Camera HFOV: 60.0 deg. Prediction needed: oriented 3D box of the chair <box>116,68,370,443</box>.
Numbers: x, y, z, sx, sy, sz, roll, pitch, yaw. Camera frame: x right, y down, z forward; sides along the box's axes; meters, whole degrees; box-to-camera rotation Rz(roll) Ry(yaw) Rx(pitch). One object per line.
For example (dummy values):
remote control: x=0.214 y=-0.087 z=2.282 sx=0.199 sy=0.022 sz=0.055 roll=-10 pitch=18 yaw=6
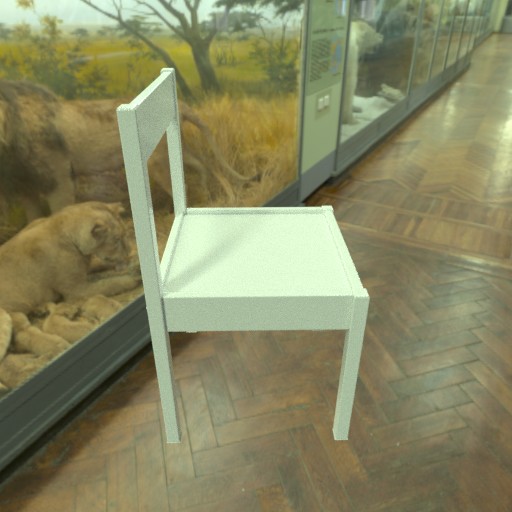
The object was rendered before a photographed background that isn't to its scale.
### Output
chair: x=0.000 y=0.000 z=0.687 sx=0.285 sy=0.505 sz=0.285 roll=-1 pitch=30 yaw=-1
